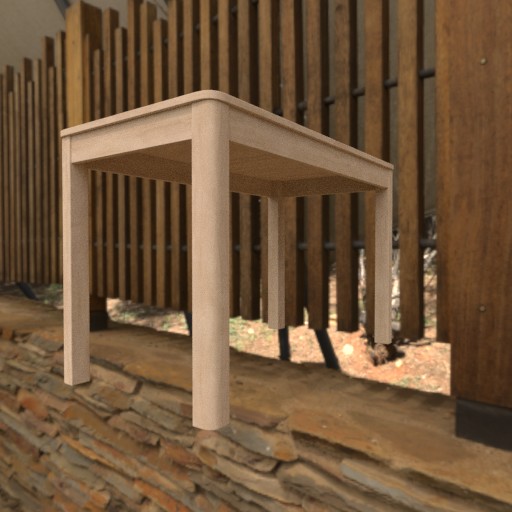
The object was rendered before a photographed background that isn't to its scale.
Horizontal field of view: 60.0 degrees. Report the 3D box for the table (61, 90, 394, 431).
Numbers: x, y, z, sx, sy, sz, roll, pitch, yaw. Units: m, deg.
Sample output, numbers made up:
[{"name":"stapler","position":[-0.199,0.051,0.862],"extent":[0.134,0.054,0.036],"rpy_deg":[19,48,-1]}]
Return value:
[{"name":"table","position":[0.000,0.000,1.932],"extent":[0.750,0.900,1.400],"rpy_deg":[1,2,36]}]
